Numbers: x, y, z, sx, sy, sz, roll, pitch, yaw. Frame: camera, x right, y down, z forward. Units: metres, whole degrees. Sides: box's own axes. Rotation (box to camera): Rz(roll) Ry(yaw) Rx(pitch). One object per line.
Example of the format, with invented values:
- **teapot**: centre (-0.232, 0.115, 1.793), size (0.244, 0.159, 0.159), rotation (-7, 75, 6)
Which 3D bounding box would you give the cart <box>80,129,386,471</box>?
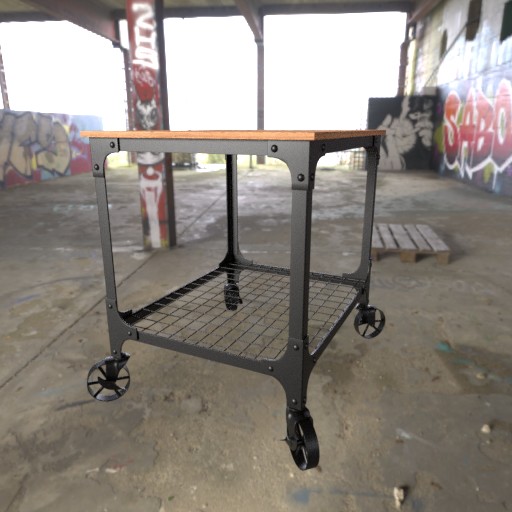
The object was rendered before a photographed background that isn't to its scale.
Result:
- **cart**: centre (0.000, 0.000, 1.106), size (0.558, 0.603, 0.666), rotation (8, 18, 25)
